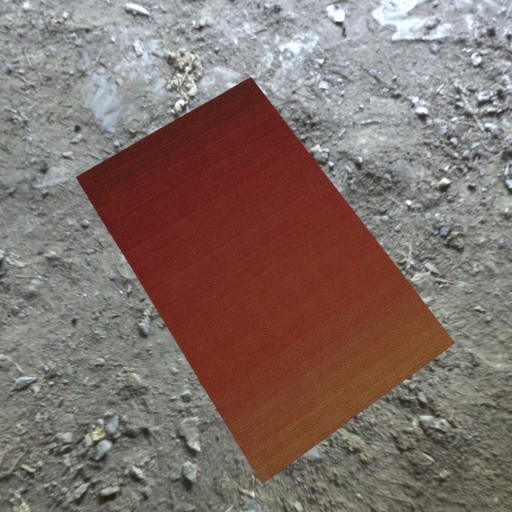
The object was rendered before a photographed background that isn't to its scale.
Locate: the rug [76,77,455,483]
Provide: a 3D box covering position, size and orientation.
[{"bbox_3d":[0.000,0.000,3.068,1.531,0.010,2.442,-33,78,-8],"label":"rug"}]
